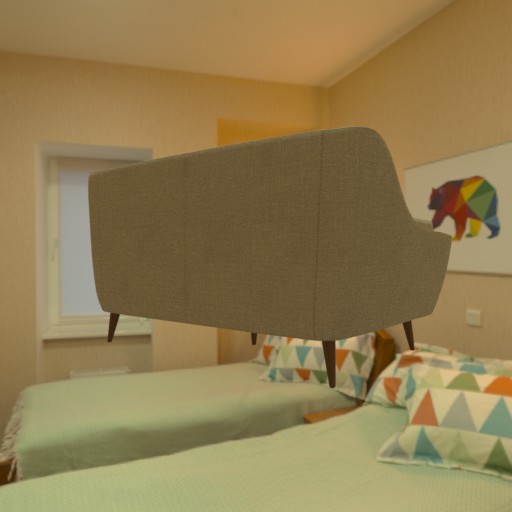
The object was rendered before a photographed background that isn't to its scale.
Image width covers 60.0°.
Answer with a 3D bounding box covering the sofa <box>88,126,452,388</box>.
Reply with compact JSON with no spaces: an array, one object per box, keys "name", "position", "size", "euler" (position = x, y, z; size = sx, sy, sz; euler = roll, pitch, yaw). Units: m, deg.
[{"name":"sofa","position":[0.000,0.000,2.219],"size":[1.652,0.888,0.965],"euler":[0,1,37]}]
